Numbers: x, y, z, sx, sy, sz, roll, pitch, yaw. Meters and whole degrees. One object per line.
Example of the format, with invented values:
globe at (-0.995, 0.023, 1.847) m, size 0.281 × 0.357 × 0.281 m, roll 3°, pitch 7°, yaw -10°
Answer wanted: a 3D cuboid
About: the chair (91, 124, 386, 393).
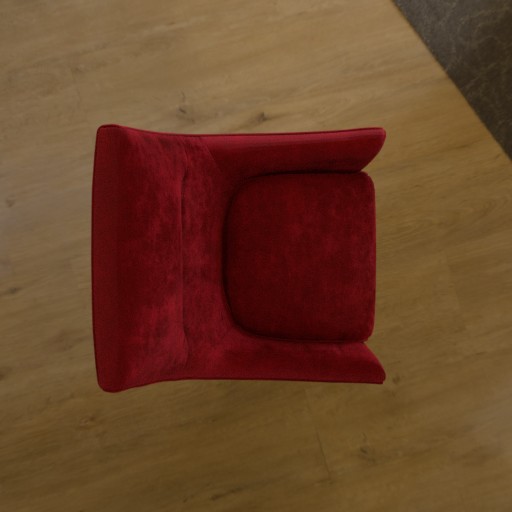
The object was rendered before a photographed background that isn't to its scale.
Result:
chair at (0.000, 0.000, 1.426) m, size 0.787 × 0.838 × 0.762 m, roll 0°, pitch 91°, yaw -1°
